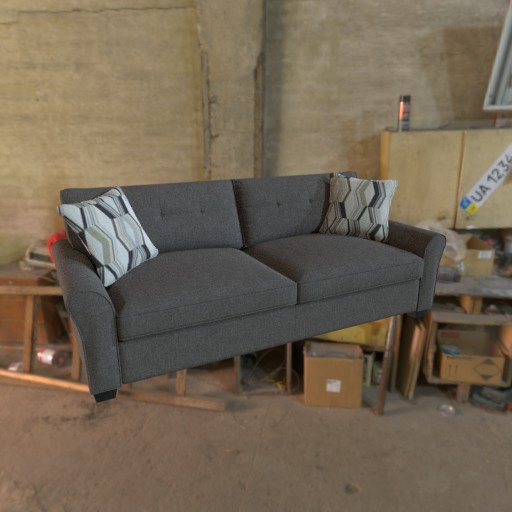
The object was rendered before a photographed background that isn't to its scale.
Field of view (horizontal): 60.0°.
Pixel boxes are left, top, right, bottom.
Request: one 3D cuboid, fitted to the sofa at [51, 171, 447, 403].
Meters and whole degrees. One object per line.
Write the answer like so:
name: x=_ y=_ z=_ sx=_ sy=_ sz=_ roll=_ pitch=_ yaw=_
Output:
sofa: x=0.000 y=0.000 z=2.479 sx=2.032 sy=0.813 sz=0.889 roll=-8 pitch=19 yaw=-26
